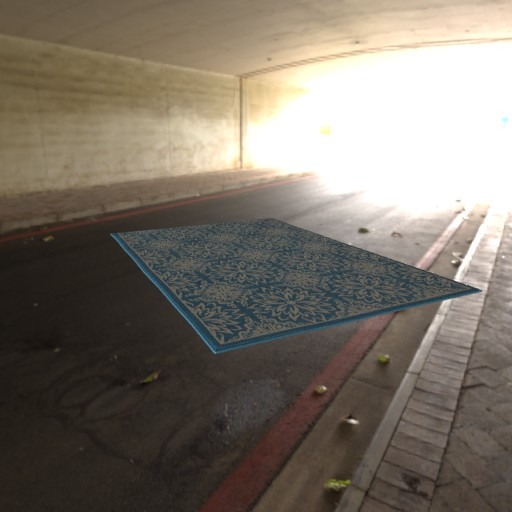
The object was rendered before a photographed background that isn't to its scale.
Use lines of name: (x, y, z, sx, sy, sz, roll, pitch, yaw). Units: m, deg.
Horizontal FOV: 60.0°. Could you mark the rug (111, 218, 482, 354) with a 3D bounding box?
rug: (0.000, 0.000, 2.388, 1.211, 0.012, 1.833, -8, 17, -26)
